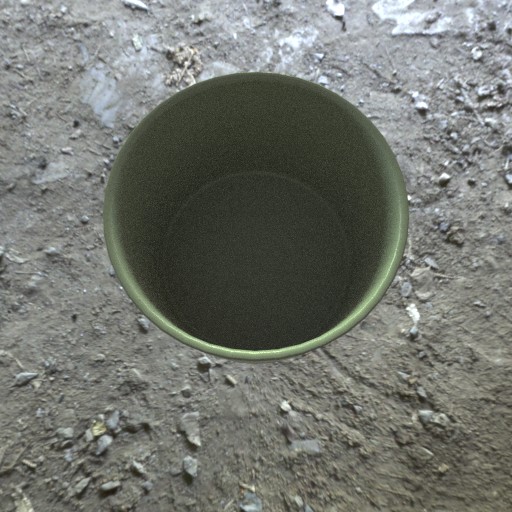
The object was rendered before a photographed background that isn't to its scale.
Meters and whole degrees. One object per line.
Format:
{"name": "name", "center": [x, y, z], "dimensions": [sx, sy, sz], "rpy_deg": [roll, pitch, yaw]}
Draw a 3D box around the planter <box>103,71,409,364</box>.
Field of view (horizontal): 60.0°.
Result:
{"name": "planter", "center": [0.000, 0.000, 0.398], "dimensions": [0.188, 0.260, 0.188], "rpy_deg": [0, 76, 0]}
